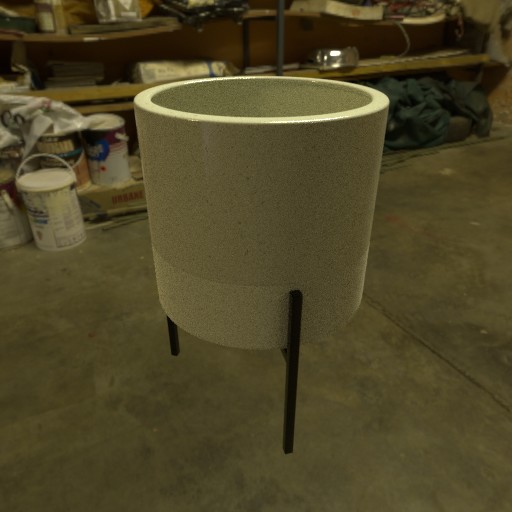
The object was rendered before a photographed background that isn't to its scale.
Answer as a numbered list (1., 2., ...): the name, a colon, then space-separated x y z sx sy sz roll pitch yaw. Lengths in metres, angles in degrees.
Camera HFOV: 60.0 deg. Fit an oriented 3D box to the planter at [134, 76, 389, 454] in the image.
1. planter: 0.000 0.000 0.328 0.159 0.230 0.152 8 31 14
